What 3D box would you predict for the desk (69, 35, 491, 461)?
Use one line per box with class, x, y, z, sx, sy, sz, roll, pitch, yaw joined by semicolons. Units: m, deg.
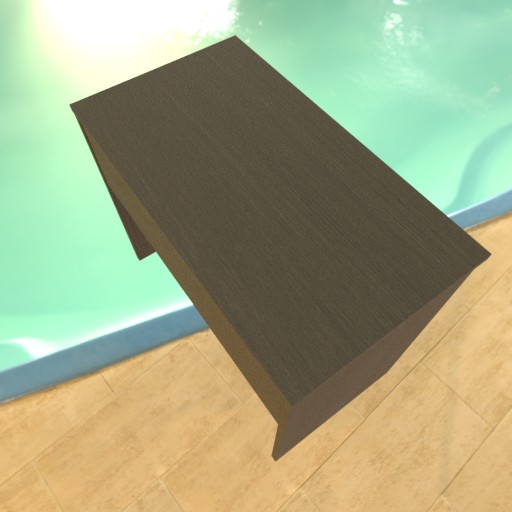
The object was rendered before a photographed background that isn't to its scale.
desk;0.000;0.000;1.291;0.498;0.724;0.893;-31;63;-18
